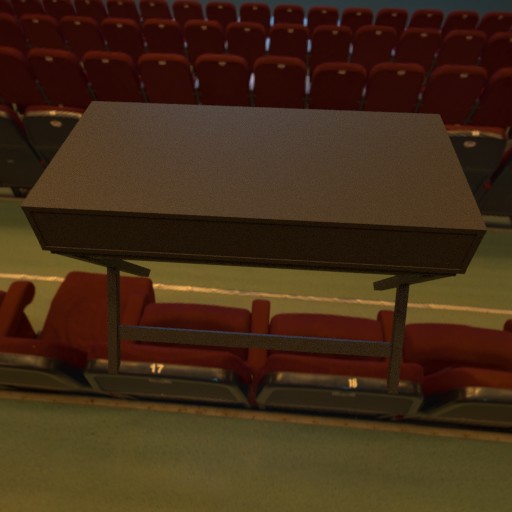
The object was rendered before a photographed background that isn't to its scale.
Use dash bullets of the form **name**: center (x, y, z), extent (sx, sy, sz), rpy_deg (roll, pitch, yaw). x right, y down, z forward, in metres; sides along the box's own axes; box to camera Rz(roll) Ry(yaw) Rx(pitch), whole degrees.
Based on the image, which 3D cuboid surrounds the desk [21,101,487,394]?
- **desk**: center (0.000, 0.000, 1.455), extent (1.057, 0.780, 0.504), rpy_deg (3, 47, 3)
